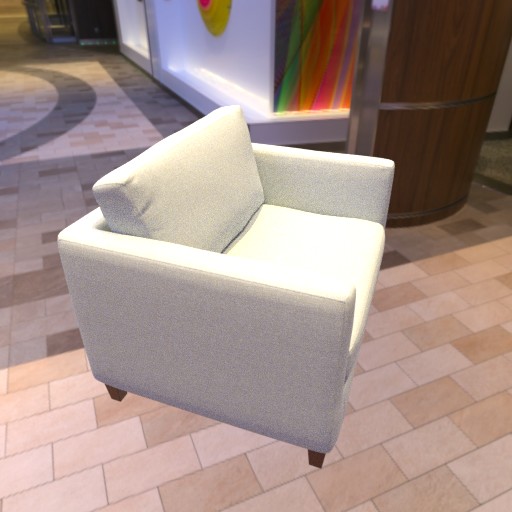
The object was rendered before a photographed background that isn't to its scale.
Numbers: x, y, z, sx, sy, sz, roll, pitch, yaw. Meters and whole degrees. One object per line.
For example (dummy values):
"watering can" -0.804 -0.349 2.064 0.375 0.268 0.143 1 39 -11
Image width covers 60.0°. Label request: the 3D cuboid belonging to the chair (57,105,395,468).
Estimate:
"chair" 0.000 0.000 1.787 0.953 0.961 1.107 11 34 17
